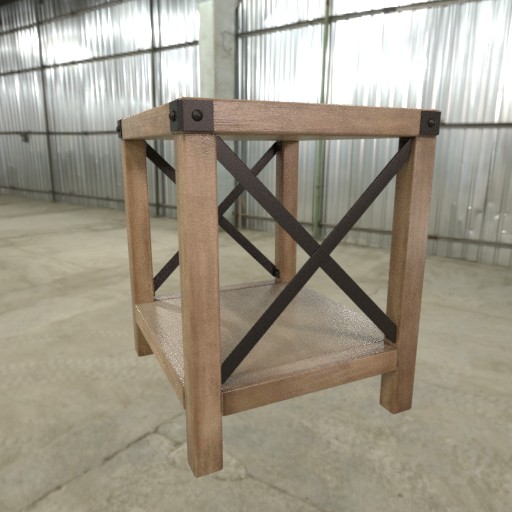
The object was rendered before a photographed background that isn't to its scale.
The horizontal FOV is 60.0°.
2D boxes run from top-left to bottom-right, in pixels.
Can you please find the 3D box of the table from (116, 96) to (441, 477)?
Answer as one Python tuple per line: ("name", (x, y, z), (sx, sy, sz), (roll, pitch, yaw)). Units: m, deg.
("table", (0.000, 0.000, 0.921), (0.459, 0.561, 0.510), (-6, 15, -24))
